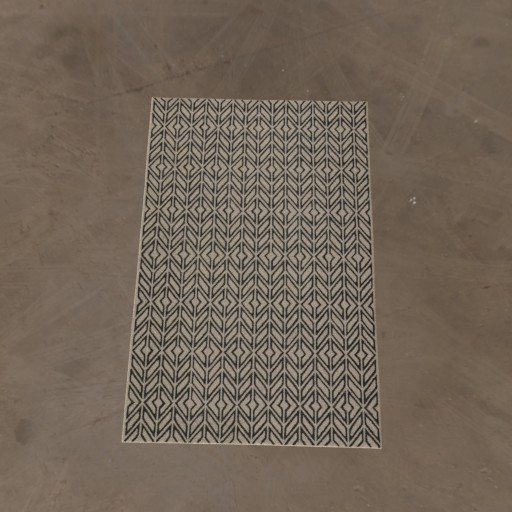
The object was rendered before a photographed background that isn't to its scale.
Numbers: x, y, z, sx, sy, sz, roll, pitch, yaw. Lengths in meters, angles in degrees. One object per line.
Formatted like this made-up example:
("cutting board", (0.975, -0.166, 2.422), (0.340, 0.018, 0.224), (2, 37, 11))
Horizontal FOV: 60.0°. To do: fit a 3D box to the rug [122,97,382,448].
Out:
("rug", (0.000, 0.000, 2.294), (1.220, 0.007, 1.828), (1, 76, 0))
